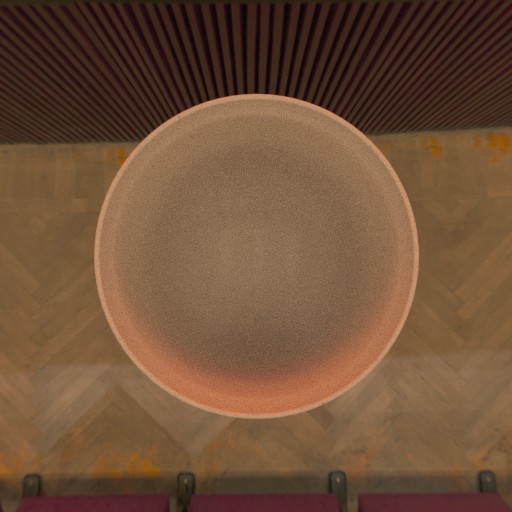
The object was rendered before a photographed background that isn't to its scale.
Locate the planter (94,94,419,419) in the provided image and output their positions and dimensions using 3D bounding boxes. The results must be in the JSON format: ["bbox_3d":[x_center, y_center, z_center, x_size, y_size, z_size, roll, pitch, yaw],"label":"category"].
[{"bbox_3d":[0.000,0.000,0.495,0.268,0.270,0.268,0,90,0],"label":"planter"}]
